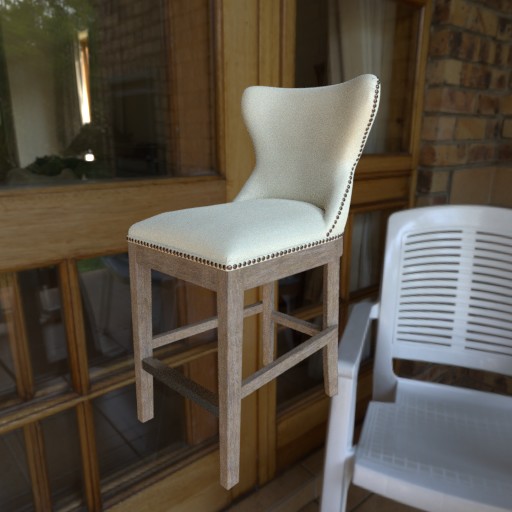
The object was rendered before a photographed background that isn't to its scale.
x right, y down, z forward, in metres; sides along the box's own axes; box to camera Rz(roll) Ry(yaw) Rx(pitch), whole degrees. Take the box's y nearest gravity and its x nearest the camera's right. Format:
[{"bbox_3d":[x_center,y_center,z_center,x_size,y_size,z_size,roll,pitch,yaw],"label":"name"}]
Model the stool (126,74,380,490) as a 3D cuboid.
[{"bbox_3d":[0.000,0.000,1.283,0.498,0.981,0.608,14,21,42],"label":"stool"}]
